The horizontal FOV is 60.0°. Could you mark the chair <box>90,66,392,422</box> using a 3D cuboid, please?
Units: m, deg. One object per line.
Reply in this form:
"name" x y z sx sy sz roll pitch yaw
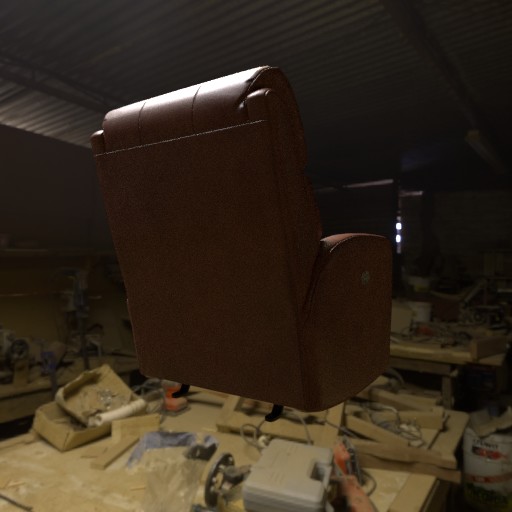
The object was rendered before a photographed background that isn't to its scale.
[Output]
"chair" 0.000 0.000 1.659 0.787 1.016 0.939 0 0 35
